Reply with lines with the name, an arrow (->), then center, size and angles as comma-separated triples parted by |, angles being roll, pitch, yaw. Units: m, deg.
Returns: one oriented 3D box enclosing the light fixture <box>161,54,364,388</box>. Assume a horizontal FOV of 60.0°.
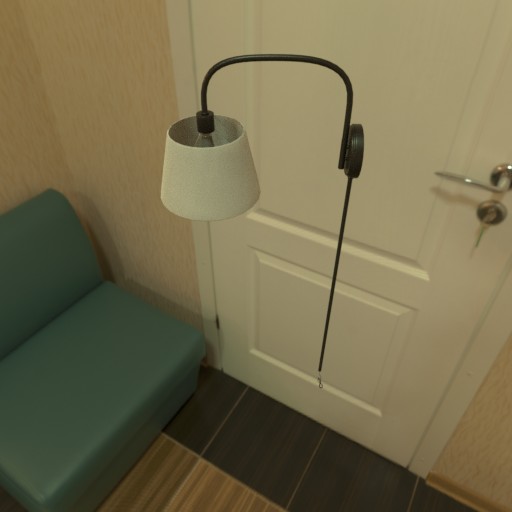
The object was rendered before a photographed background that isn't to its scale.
light fixture -> 0.000, 0.000, 0.462 | 0.176, 0.399, 0.092 | 1, 41, 1
